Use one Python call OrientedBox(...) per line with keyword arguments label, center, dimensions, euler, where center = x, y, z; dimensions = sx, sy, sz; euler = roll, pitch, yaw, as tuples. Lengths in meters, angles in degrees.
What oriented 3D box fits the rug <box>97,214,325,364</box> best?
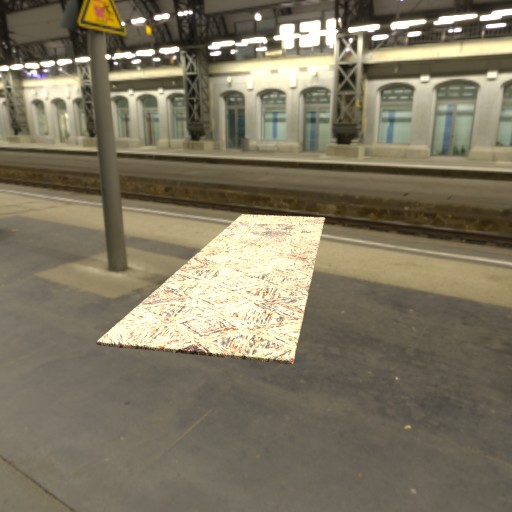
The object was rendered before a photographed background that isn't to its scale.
OrientedBox(label="rug", center=(0.000, 0.000, 2.546), dimensions=(0.688, 0.015, 2.292), euler=(3, 17, 10))
